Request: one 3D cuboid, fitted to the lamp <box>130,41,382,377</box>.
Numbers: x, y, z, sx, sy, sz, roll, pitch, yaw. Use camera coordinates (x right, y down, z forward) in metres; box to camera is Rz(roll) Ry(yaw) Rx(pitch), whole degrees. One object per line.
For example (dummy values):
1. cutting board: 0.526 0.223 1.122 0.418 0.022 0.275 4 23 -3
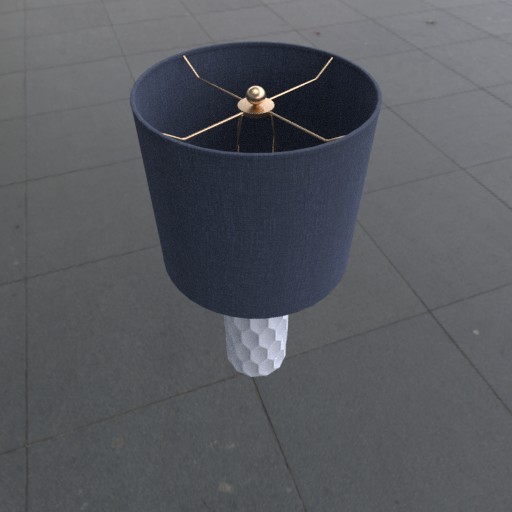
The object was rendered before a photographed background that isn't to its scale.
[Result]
1. lamp: 0.000 0.000 0.685 0.277 0.537 0.277 -4 45 -4
